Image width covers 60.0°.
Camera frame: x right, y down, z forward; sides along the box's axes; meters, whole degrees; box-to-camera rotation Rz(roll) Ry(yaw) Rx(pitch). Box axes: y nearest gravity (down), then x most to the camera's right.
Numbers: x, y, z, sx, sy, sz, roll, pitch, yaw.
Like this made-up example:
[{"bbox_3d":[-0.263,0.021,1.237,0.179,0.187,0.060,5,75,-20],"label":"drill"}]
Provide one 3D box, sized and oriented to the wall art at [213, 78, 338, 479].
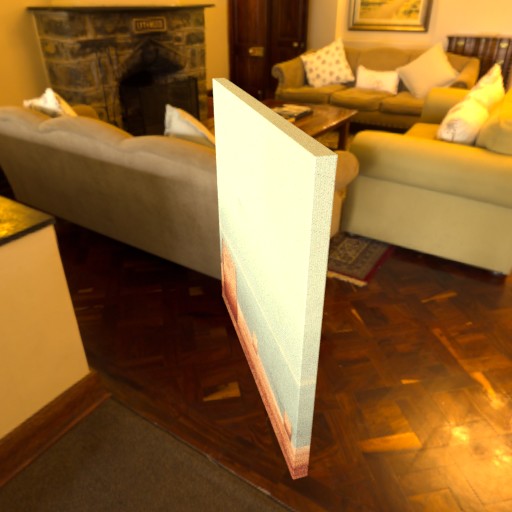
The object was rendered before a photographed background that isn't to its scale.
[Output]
[{"bbox_3d":[0.000,0.000,0.915,0.034,0.605,0.605,-8,31,-14],"label":"wall art"}]
